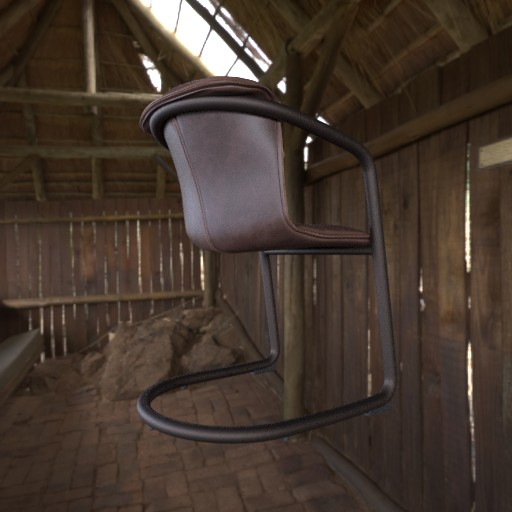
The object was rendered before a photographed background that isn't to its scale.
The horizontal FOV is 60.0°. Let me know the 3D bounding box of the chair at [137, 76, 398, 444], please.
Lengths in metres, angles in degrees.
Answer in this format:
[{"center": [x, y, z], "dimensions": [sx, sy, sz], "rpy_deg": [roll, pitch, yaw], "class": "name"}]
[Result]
[{"center": [0.000, 0.000, 1.258], "dimensions": [0.664, 0.836, 0.536], "rpy_deg": [0, 0, -37], "class": "chair"}]
